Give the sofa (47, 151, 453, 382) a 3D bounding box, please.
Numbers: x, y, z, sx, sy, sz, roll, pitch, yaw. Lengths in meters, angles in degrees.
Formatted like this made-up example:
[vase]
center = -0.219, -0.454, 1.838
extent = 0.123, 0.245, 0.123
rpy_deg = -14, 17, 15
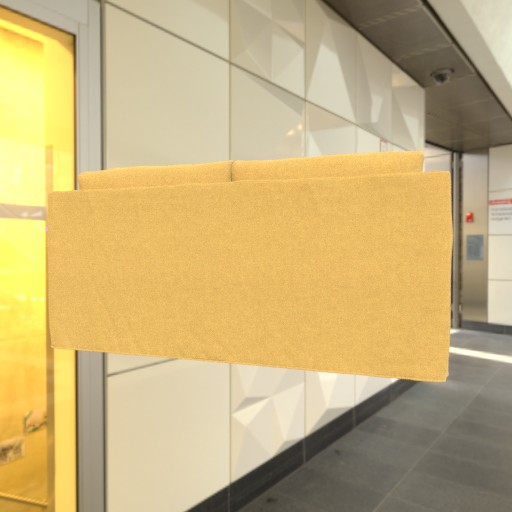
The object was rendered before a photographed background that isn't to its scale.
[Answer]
[sofa]
center = 0.000, 0.000, 2.183
extent = 1.719, 0.835, 0.962
rpy_deg = 0, 1, 19
